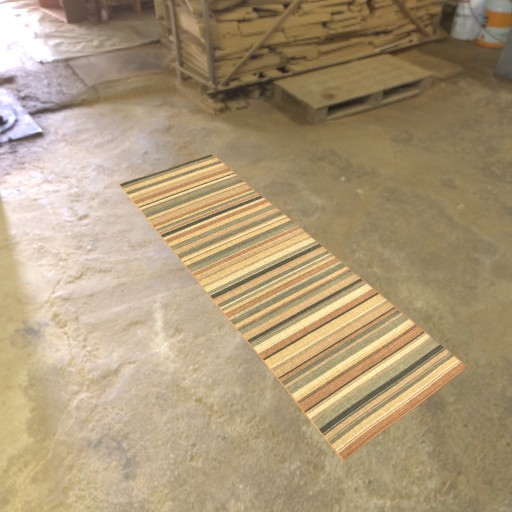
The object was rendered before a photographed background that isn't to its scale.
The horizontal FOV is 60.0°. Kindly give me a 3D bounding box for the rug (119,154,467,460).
[{"bbox_3d":[0.000,0.000,2.701,0.799,0.010,2.444,-25,48,-25],"label":"rug"}]
